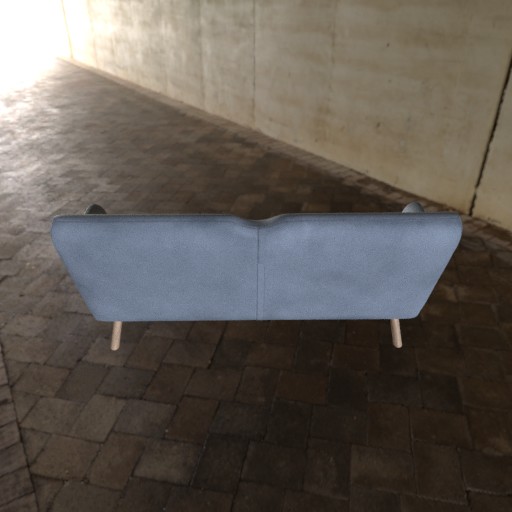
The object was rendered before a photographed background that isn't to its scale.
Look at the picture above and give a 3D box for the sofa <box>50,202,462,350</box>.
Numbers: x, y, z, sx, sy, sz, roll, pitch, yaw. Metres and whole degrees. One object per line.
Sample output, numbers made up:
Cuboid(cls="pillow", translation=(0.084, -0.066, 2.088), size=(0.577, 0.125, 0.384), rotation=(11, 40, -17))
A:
Cuboid(cls="sofa", translation=(0.000, 0.000, 2.317), size=(1.870, 0.810, 0.850), rotation=(0, 30, -1))
